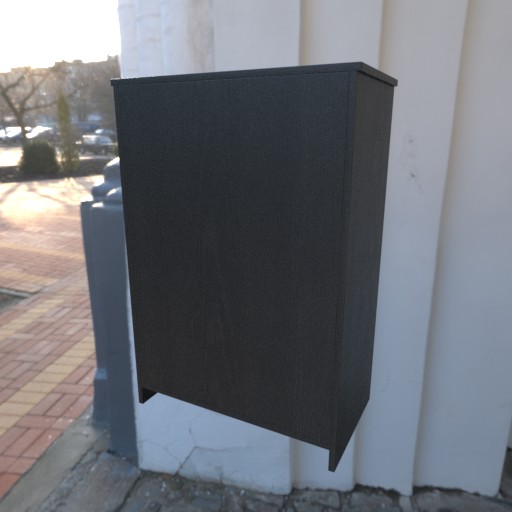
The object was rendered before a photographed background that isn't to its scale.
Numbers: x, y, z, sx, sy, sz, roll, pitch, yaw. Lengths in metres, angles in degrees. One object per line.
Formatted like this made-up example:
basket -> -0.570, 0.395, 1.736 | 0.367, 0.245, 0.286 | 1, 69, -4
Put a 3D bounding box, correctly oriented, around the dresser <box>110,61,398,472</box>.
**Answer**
dresser -> 0.000, 0.000, 1.373 | 0.700, 1.020, 0.398 | 8, 18, 27
